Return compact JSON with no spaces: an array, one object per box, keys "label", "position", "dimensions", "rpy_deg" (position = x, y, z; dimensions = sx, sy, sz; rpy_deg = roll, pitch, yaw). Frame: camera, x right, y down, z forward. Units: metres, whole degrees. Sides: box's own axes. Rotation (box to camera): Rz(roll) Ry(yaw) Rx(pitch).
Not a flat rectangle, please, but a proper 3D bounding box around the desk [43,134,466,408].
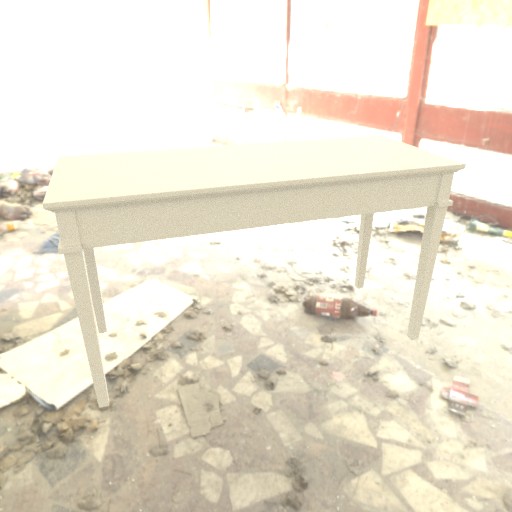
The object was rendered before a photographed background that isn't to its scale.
[{"label":"desk","position":[0.000,0.000,1.775],"dimensions":[1.372,0.774,0.559],"rpy_deg":[-8,27,-16]}]
